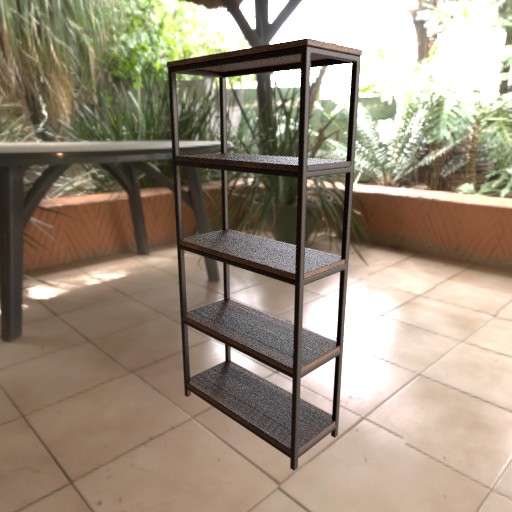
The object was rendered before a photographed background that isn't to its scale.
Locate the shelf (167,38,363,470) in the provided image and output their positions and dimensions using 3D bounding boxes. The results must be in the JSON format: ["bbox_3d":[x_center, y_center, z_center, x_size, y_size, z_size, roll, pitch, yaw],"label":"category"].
[{"bbox_3d":[0.000,0.000,2.245,0.359,1.860,0.874,-16,22,-43],"label":"shelf"}]
